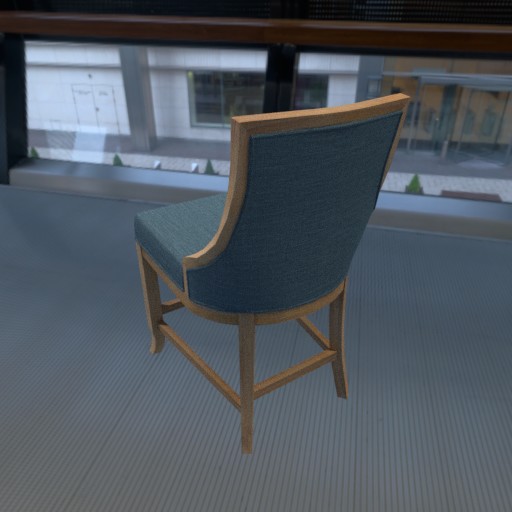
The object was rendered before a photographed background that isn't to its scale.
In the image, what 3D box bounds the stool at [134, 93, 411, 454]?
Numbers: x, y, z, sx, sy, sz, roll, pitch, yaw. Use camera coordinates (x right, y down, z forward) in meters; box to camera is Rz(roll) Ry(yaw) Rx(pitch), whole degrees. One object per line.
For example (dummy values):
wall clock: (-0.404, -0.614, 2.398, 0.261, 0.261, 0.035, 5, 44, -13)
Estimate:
stool: (0.000, 0.000, 1.293, 0.524, 0.938, 0.626, -18, 34, -28)
